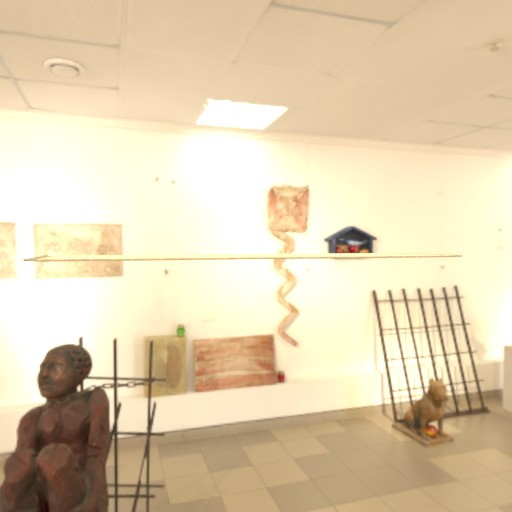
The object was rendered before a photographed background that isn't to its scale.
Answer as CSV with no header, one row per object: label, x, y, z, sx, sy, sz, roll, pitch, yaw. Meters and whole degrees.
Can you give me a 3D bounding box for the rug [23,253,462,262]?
rug,0.000,0.000,2.839,2.544,0.015,0.795,0,2,-18
